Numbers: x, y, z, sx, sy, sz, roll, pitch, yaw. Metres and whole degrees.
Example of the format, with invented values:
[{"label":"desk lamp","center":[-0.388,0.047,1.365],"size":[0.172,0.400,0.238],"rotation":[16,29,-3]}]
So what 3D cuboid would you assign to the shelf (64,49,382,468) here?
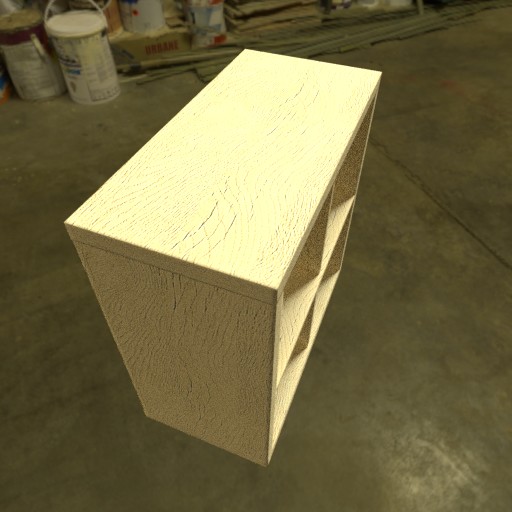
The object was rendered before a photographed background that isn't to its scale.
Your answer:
[{"label":"shelf","center":[0.000,0.000,1.247],"size":[0.390,0.786,0.790],"rotation":[17,49,15]}]
